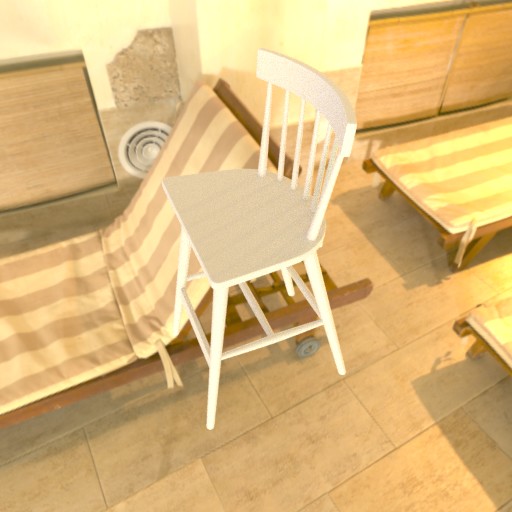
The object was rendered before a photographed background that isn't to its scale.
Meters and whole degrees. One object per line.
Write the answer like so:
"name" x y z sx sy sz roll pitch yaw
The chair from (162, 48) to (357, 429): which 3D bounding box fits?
"chair" 0.000 0.000 1.414 0.572 1.092 0.483 -17 47 -17
